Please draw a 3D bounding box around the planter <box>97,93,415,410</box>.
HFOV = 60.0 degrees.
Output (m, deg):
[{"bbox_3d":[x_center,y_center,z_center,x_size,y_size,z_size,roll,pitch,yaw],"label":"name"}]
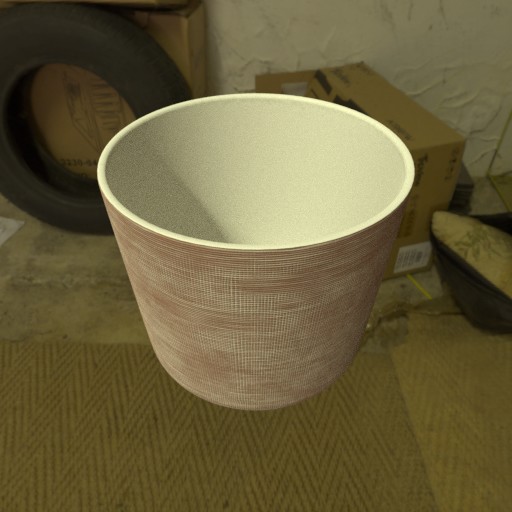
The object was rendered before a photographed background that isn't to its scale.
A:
[{"bbox_3d":[0.000,0.000,0.764,0.440,0.398,0.440,0,41,0],"label":"planter"}]
